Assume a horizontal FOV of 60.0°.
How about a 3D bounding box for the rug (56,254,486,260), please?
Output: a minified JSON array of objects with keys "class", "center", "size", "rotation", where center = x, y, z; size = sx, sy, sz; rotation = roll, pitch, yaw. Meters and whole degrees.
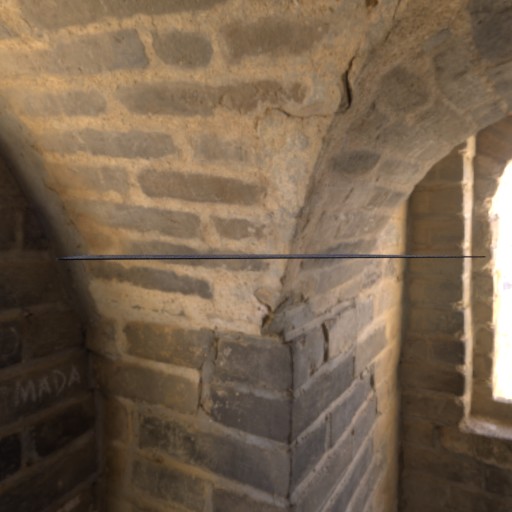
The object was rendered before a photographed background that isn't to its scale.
[{"class":"rug","center":[0.000,0.000,3.790],"size":[2.940,0.011,2.053],"rotation":[0,1,-19]}]
